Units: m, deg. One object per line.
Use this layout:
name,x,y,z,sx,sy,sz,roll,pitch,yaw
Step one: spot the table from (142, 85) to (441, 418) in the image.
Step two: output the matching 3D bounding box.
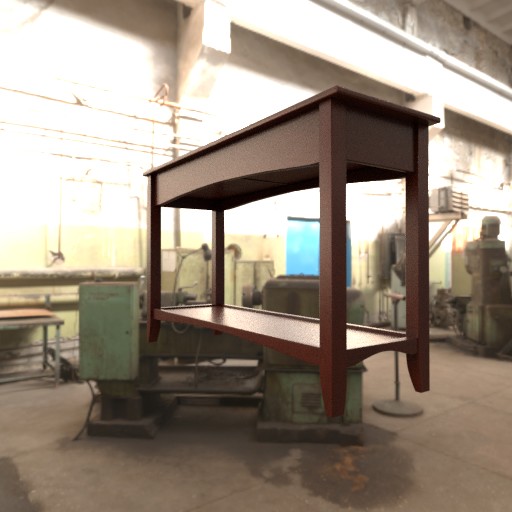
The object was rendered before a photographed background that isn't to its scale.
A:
table,0.000,0.000,1.566,0.392,0.739,1.188,0,-1,-35
